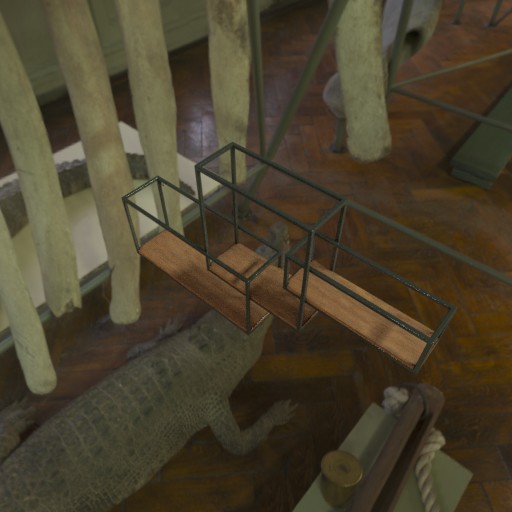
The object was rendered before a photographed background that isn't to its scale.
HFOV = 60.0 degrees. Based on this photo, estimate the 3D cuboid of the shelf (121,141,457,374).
[{"bbox_3d":[0.000,0.000,2.167,1.781,0.972,0.275,32,55,26],"label":"shelf"}]
